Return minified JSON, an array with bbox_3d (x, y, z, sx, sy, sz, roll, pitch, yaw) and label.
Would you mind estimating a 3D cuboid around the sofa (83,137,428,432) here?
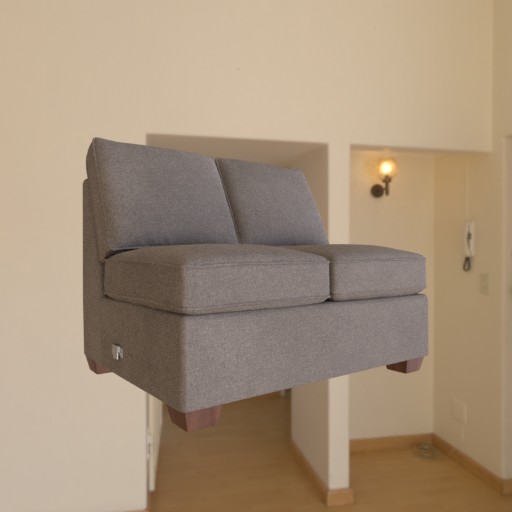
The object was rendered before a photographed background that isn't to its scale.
[{"bbox_3d":[0.000,0.000,1.953,1.237,1.008,0.951,0,0,-37],"label":"sofa"}]
